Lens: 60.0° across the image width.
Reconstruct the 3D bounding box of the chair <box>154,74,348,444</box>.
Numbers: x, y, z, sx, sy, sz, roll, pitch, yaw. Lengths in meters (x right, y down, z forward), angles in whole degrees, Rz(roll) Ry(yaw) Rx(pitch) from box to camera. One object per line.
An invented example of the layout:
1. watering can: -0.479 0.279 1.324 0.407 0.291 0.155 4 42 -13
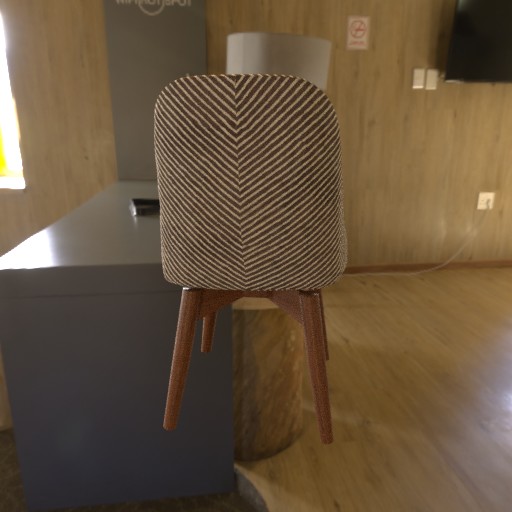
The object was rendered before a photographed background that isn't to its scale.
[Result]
1. chair: 0.000 0.000 1.232 0.504 0.883 0.591 2 17 7
